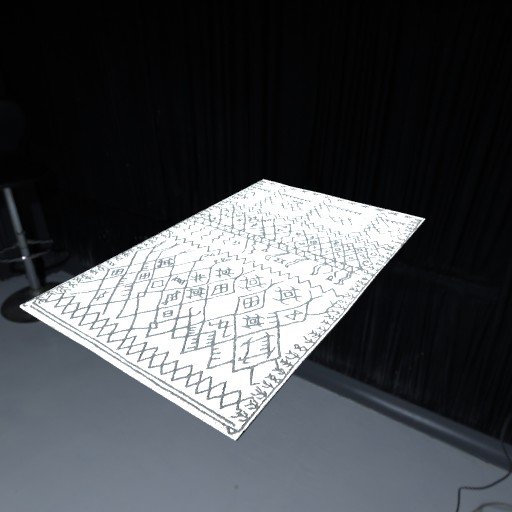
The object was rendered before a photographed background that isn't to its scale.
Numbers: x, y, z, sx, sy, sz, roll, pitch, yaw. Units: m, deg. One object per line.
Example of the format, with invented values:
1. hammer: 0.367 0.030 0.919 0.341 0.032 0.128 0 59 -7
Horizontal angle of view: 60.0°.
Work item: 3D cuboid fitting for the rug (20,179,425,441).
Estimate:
1. rug: 0.000 0.000 2.973 1.530 0.012 2.444 19 35 30
